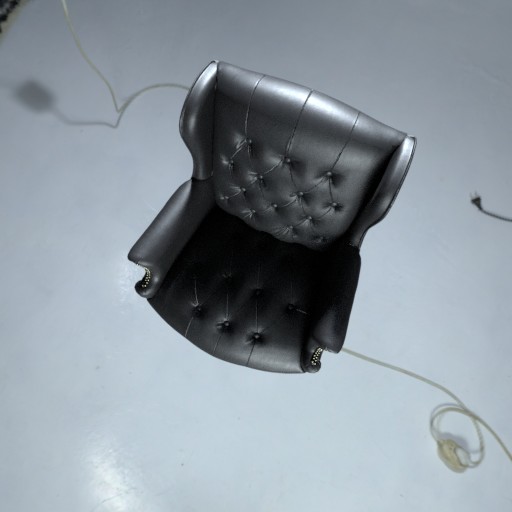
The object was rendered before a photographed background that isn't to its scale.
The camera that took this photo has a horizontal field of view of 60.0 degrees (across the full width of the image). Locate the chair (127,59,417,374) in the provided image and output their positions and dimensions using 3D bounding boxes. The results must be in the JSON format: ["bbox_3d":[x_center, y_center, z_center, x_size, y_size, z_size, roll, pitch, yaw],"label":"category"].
[{"bbox_3d":[0.000,0.000,1.706,0.831,1.133,0.822,24,77,6],"label":"chair"}]
